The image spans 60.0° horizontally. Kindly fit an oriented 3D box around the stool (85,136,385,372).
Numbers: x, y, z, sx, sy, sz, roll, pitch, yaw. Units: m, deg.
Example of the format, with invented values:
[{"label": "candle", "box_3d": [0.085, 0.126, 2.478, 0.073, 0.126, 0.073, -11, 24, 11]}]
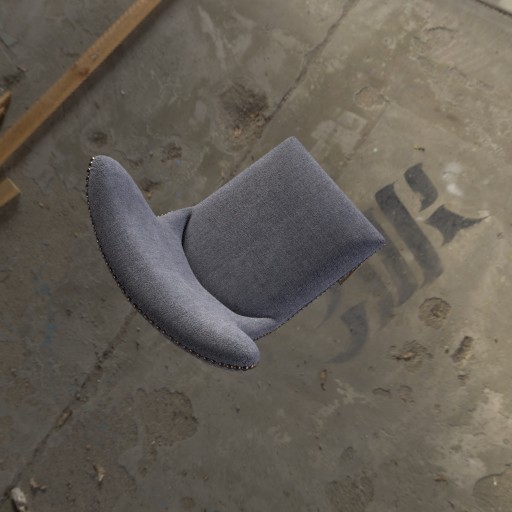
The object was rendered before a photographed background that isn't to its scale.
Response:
[{"label": "stool", "box_3d": [0.000, 0.000, 1.280, 0.608, 0.981, 0.498, -37, 78, -9]}]
